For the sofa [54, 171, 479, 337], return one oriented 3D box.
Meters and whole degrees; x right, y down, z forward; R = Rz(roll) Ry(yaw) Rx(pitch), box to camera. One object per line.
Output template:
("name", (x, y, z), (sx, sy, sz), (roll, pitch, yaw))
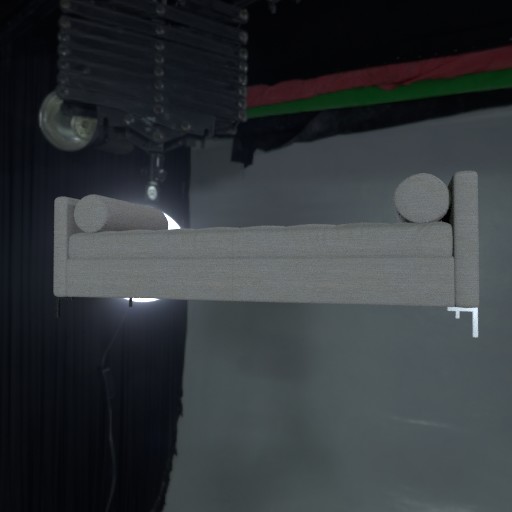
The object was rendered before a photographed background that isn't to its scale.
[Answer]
("sofa", (0.000, 0.000, 2.281), (1.981, 0.635, 0.686), (0, -1, 19))
